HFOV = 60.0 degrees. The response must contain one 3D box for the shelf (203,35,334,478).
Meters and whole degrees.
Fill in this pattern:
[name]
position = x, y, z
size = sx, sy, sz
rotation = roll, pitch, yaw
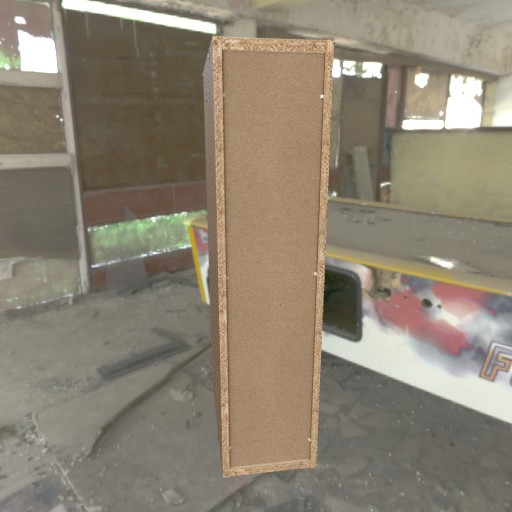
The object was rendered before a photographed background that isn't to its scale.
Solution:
[shelf]
position = 0.000, 0.000, 0.729
size = 0.147, 0.600, 0.290
rotation = -2, 15, -8
